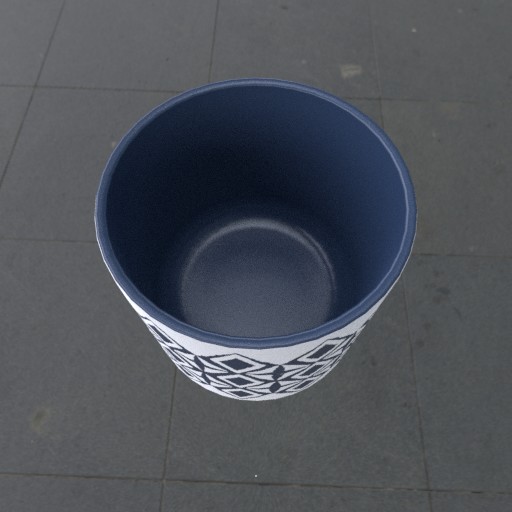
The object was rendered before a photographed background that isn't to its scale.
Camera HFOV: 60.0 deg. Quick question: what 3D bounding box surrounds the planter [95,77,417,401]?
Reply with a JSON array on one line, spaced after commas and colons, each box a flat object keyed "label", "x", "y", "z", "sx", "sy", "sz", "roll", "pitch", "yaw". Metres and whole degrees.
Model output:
[{"label": "planter", "x": 0.000, "y": 0.000, "z": 0.399, "sx": 0.224, "sy": 0.203, "sz": 0.224, "roll": 0, "pitch": 64, "yaw": 0}]
